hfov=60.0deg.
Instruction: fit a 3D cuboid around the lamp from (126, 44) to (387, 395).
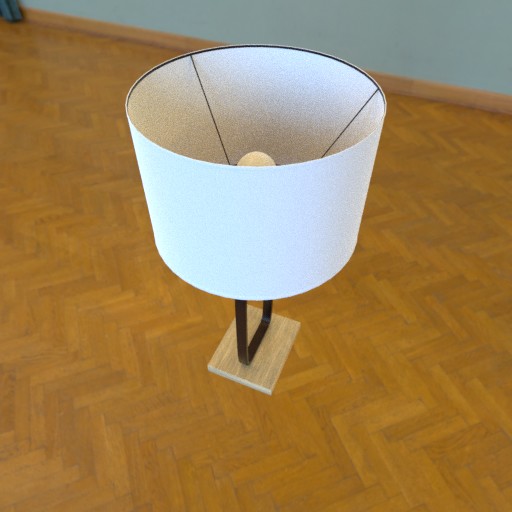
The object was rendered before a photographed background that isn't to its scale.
[{"bbox_3d":[0.000,0.000,0.665,0.279,0.508,0.279,17,48,16],"label":"lamp"}]
